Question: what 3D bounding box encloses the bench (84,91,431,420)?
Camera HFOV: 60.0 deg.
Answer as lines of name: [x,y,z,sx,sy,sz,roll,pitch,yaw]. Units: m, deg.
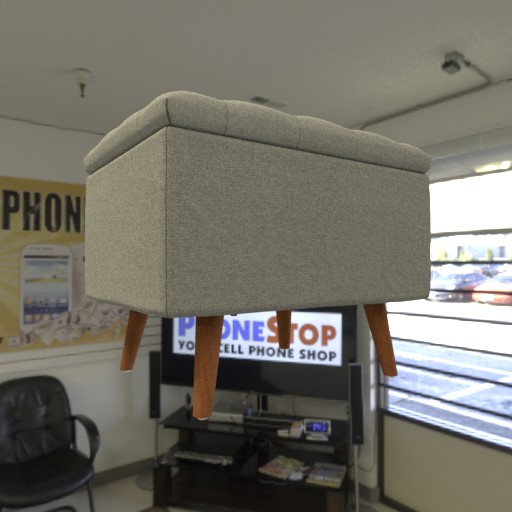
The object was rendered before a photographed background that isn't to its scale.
bench: [0.000,0.000,0.881,0.572,0.469,0.417,1,-1,-34]
